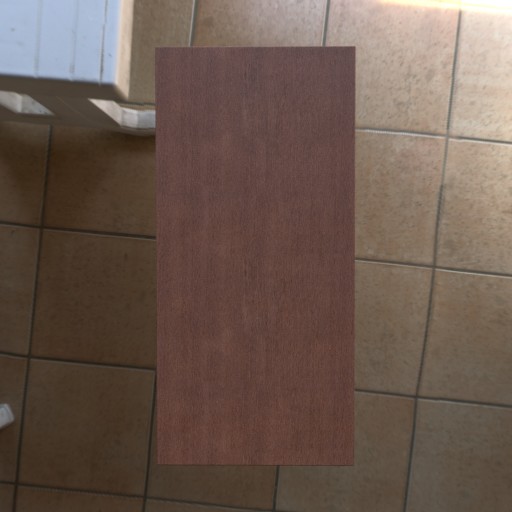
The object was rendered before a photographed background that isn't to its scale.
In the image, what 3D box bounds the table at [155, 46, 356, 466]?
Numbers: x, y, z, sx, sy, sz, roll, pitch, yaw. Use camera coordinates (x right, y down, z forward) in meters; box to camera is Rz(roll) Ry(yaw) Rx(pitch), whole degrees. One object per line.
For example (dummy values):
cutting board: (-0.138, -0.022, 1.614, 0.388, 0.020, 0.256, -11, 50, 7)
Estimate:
table: (0.000, 0.000, 1.301, 0.483, 0.457, 1.016, 0, 91, 0)
